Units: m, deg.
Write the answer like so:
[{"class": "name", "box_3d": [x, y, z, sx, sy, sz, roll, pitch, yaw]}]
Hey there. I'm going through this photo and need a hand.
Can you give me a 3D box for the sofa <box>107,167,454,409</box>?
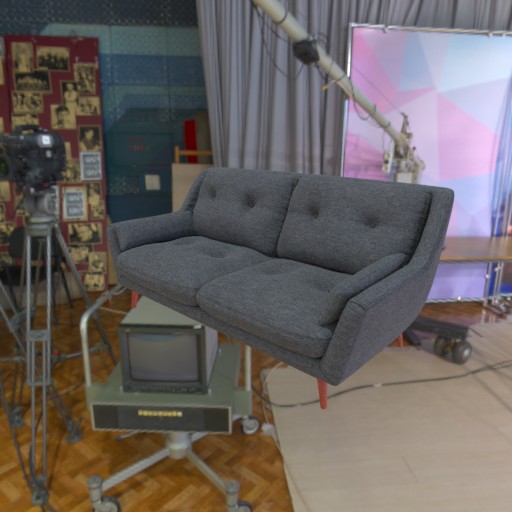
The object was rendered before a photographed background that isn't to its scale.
[{"class": "sofa", "box_3d": [0.000, 0.000, 2.544, 0.975, 0.896, 1.929, -15, 22, -43]}]
